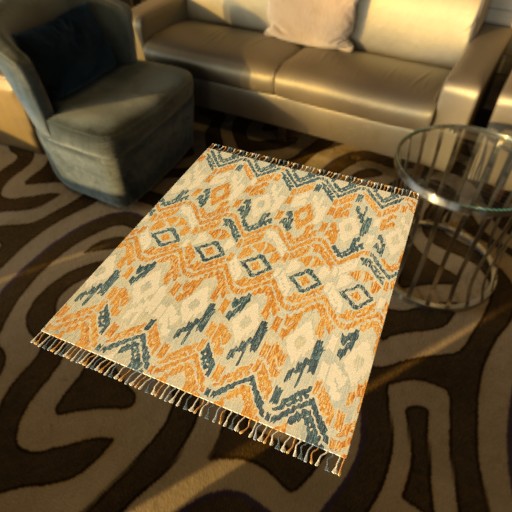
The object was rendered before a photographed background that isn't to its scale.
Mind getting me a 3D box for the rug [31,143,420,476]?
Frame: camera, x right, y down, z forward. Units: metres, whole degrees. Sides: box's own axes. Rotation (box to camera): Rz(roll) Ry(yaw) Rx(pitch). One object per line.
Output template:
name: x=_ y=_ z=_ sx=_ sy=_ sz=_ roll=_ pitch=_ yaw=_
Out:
rug: x=0.000 y=0.000 z=4.009 sx=2.439 sy=0.010 sz=3.048 roll=17 pitch=48 yaw=16
